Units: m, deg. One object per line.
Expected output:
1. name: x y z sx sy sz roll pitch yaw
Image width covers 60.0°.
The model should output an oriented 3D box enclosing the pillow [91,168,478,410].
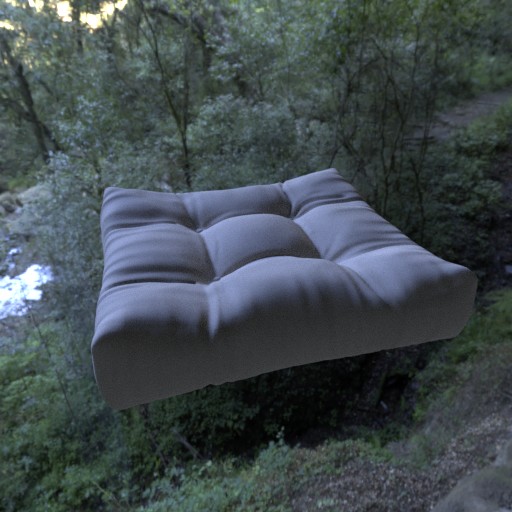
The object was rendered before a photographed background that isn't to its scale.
1. pillow: 0.000 0.000 0.721 0.490 0.128 0.468 -8 31 -13
